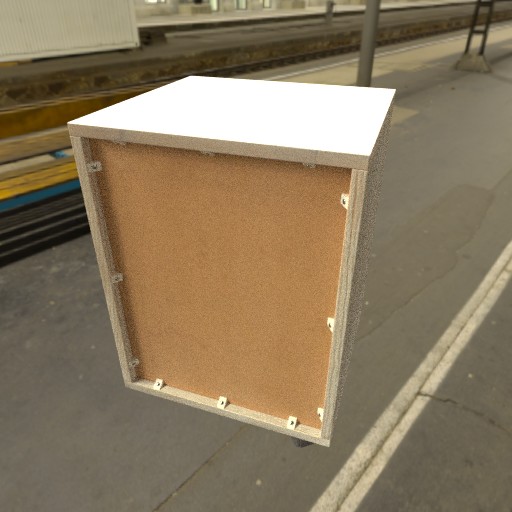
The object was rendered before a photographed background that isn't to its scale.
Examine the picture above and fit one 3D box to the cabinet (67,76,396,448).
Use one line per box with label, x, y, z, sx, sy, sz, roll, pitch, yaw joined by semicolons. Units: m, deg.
cabinet;0.000;0.000;0.863;0.409;0.579;0.401;10;33;16
